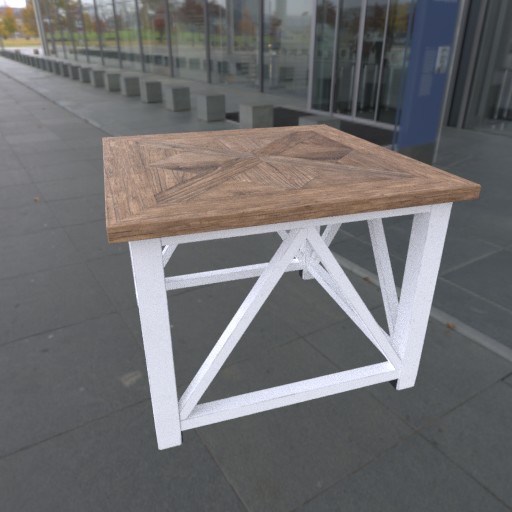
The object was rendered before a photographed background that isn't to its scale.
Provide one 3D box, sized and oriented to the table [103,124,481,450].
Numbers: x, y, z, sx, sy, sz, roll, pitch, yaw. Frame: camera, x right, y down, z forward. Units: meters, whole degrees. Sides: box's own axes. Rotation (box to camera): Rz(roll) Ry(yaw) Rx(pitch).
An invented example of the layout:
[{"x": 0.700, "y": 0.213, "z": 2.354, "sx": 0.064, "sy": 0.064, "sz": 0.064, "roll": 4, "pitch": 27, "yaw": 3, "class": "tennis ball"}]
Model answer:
[{"x": 0.000, "y": 0.000, "z": 1.184, "sx": 0.700, "sy": 0.532, "sz": 0.700, "roll": -8, "pitch": 27, "yaw": -16, "class": "table"}]
